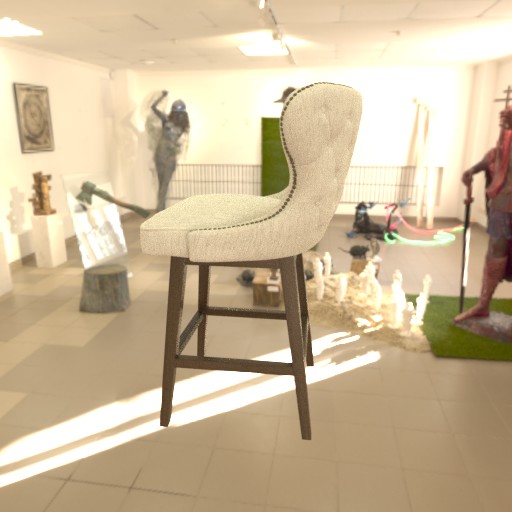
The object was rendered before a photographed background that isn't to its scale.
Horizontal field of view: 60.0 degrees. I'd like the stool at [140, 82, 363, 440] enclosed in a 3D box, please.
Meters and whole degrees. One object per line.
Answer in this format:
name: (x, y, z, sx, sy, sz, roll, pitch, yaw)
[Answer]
stool: (0.000, 0.000, 1.393, 0.597, 0.972, 0.615, 2, 16, 8)
